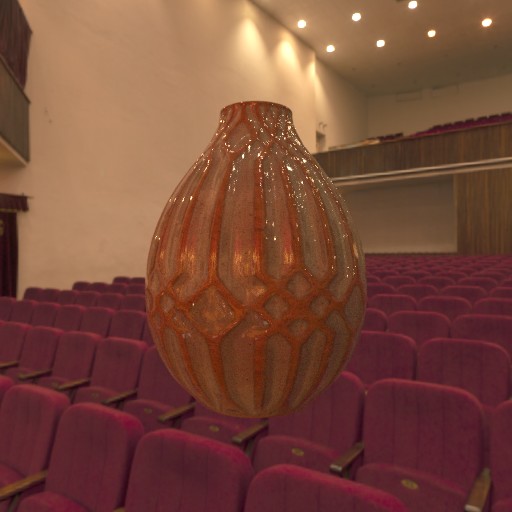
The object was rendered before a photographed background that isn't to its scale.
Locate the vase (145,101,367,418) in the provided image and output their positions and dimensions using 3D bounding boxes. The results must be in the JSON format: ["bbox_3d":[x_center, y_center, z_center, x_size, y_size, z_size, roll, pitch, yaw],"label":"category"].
[{"bbox_3d":[0.000,0.000,0.270,0.131,0.175,0.131,0,0,0],"label":"vase"}]
